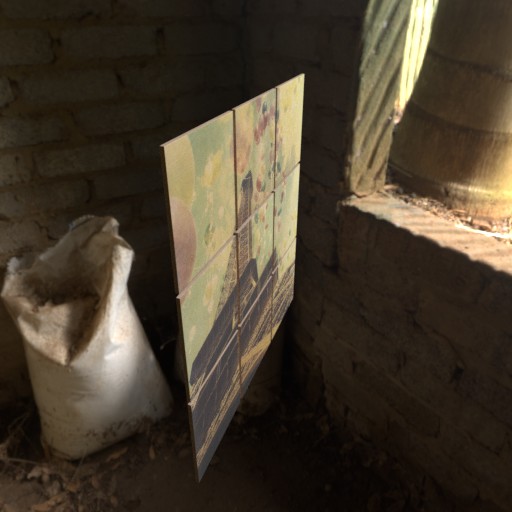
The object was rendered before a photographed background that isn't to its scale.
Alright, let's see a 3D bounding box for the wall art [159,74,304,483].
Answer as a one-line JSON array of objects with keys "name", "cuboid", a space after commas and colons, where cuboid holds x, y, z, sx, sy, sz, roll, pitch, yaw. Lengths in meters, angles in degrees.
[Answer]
[{"name": "wall art", "cuboid": [0.000, 0.000, 1.783, 0.013, 1.218, 1.219, 10, 31, 17]}]
